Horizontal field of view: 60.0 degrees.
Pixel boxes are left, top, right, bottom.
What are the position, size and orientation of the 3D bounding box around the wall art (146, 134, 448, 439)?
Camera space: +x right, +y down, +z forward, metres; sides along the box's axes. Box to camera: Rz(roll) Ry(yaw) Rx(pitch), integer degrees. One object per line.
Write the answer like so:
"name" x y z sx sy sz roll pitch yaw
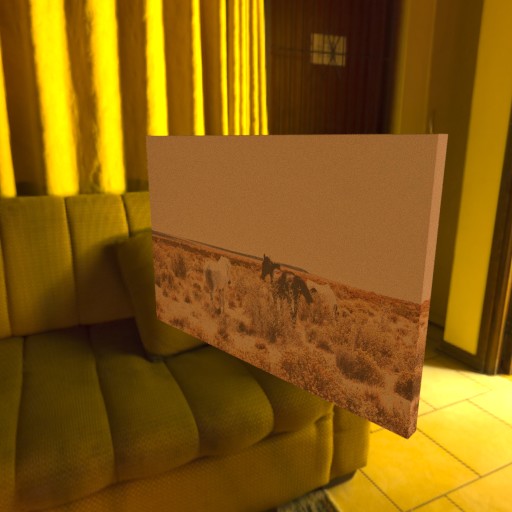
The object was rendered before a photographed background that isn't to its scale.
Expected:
"wall art" 0.000 0.000 1.446 1.138 0.761 0.051 14 20 42
